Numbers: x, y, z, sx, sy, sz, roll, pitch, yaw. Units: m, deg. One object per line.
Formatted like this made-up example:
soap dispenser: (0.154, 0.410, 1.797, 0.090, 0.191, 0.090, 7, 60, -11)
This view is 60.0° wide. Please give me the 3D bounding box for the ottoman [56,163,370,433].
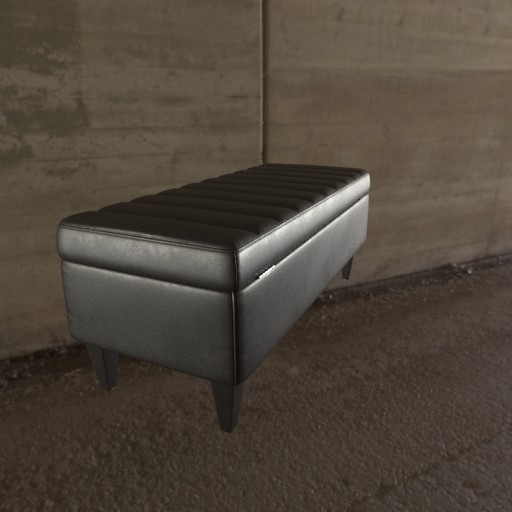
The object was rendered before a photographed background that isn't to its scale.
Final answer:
ottoman: (0.000, 0.000, 1.449, 0.482, 0.469, 1.151, 9, 21, 24)
